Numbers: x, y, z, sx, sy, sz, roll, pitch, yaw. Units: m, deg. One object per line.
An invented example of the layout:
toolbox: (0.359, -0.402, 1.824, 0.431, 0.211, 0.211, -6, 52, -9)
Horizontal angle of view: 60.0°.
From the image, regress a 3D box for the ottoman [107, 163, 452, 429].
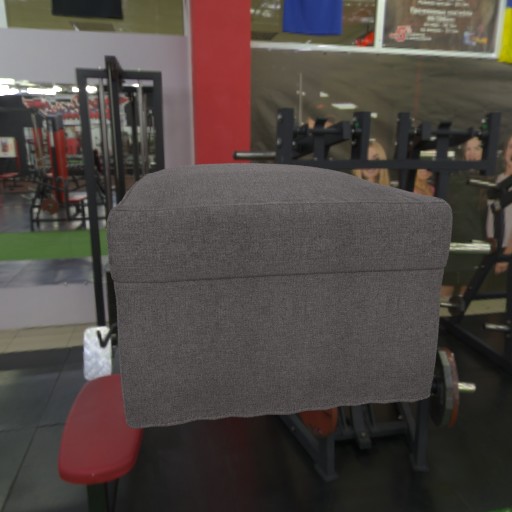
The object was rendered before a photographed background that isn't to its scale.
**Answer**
ottoman: (0.000, 0.000, 1.225, 0.652, 0.492, 0.833, -2, 15, -9)
